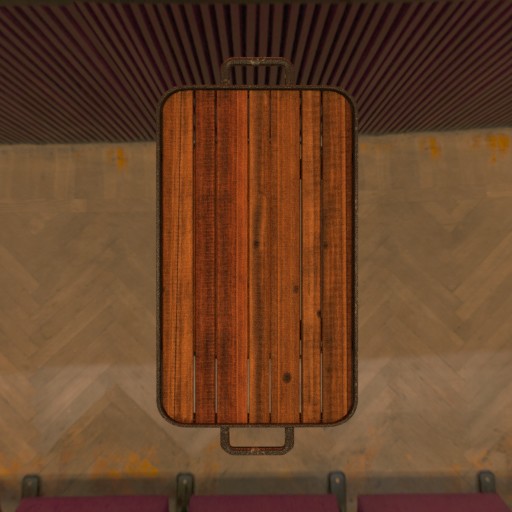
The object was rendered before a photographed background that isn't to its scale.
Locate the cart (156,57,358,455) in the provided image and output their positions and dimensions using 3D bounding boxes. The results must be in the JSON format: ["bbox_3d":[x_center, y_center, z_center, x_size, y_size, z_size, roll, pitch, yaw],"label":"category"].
[{"bbox_3d":[0.000,0.000,1.242,0.515,0.700,0.806,0,90,0],"label":"cart"}]
